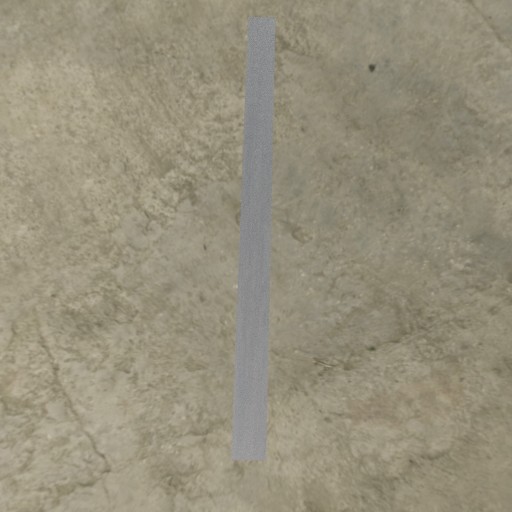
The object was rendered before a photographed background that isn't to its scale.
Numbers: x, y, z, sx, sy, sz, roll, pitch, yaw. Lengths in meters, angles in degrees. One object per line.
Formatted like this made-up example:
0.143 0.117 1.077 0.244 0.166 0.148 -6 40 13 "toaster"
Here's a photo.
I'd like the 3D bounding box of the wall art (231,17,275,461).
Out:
0.000 0.000 0.754 0.037 0.450 0.557 2 76 0 "wall art"
